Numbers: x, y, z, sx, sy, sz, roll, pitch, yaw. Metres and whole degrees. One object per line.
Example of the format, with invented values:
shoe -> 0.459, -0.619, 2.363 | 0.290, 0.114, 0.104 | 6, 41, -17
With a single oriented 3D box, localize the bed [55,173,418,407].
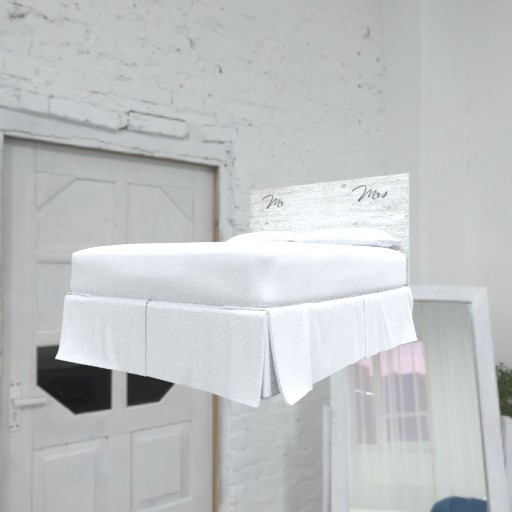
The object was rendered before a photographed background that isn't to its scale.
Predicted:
bed -> 0.000, 0.000, 3.182 | 1.745, 1.335, 2.094 | 0, 0, 37
